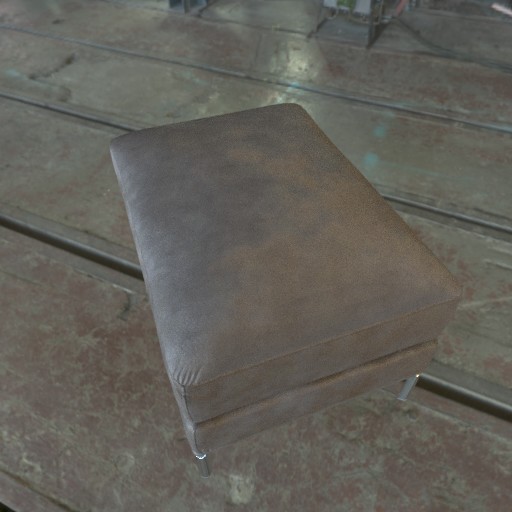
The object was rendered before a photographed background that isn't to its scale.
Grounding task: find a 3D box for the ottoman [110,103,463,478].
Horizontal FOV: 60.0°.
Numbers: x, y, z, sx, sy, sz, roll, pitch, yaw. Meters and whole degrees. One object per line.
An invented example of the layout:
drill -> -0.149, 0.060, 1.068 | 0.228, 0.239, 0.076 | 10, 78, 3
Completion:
ottoman -> 0.000, 0.000, 1.037 | 0.520, 0.456, 0.719 | -15, 49, -14
